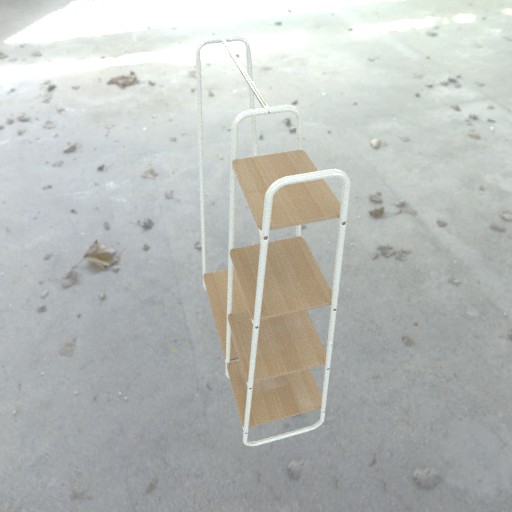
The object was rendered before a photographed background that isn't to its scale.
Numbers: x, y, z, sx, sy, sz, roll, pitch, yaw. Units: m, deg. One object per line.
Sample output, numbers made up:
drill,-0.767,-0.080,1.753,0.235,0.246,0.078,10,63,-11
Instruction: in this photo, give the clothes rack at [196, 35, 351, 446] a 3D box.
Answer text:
clothes rack,0.000,0.000,1.944,0.400,1.500,1.011,-11,46,-11
